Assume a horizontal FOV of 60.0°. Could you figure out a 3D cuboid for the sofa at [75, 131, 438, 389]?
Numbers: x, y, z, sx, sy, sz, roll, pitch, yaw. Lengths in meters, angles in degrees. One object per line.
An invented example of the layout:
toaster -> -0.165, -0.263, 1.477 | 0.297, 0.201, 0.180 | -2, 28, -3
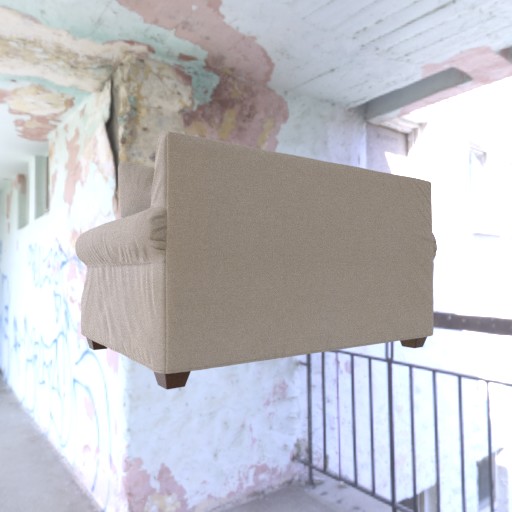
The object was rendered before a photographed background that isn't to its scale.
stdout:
sofa -> 0.000, 0.000, 2.208 | 1.550, 0.905, 1.070 | 1, -2, -35
